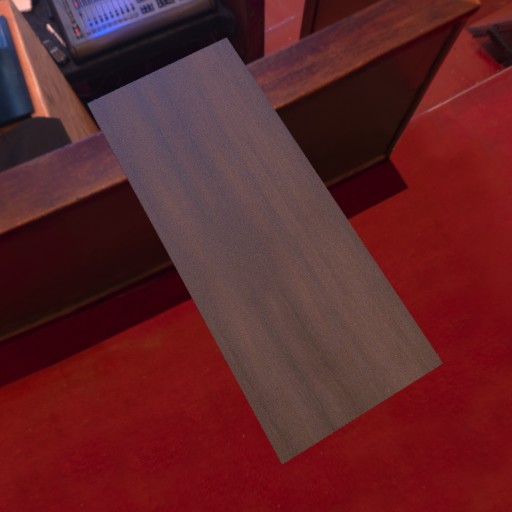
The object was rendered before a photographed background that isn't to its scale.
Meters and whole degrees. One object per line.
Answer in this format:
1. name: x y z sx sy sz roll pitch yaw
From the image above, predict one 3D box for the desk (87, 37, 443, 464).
1. desk: 0.000 0.000 1.582 0.511 0.752 1.134 -29 77 -7
